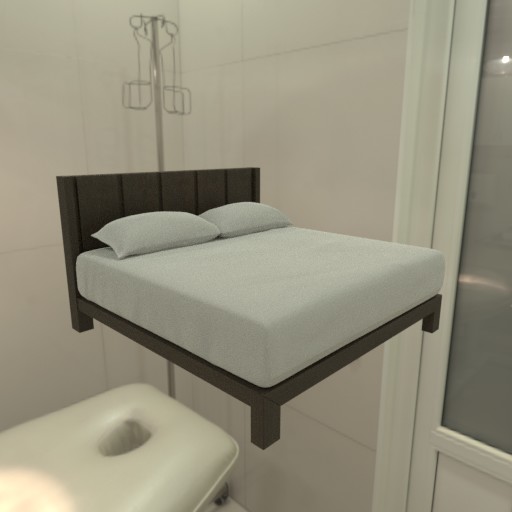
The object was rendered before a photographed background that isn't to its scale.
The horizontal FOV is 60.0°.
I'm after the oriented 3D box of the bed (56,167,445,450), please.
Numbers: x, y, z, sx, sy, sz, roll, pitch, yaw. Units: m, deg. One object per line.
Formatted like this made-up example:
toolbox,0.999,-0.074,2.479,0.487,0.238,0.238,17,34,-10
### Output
bed,0.000,0.000,3.552,2.238,1.261,2.143,13,19,43
